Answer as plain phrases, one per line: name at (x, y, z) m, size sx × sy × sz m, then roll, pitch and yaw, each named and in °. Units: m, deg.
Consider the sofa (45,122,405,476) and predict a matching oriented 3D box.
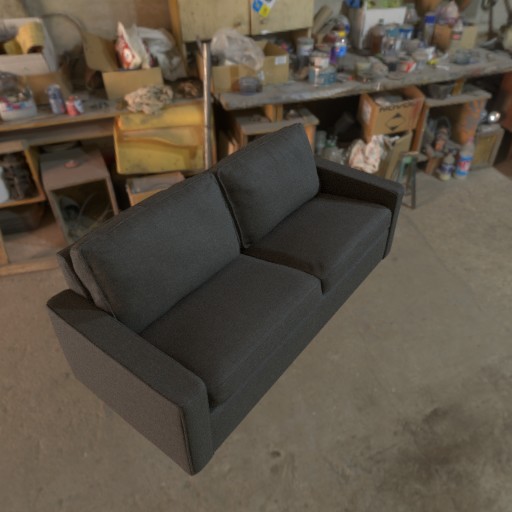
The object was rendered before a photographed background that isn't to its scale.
sofa at (0.000, 0.000, 2.543) m, size 0.940 × 0.919 × 2.080 m, roll 26°, pitch 45°, yaw 28°
